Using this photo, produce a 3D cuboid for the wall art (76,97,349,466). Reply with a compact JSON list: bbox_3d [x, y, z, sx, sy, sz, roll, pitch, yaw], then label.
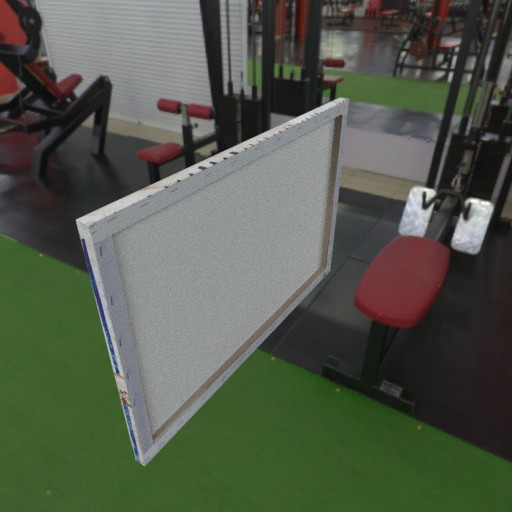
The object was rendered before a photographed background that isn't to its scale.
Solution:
[{"bbox_3d":[0.000,0.000,1.421,0.038,0.757,1.143,20,38,28],"label":"wall art"}]
